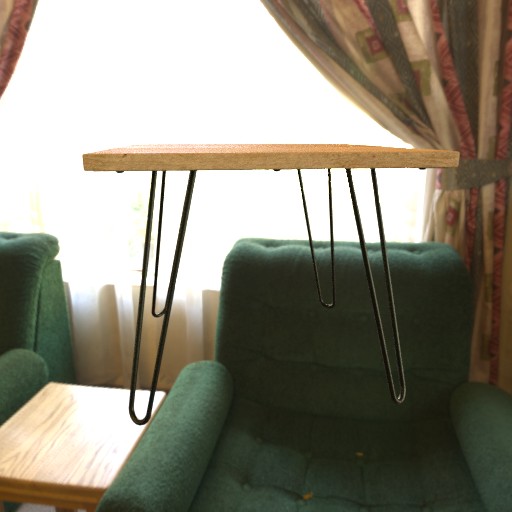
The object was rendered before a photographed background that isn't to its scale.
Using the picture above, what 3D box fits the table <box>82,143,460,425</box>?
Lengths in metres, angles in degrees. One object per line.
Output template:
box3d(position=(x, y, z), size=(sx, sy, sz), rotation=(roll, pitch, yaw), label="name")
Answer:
box3d(position=(0.000, 0.000, 1.044), size=(0.599, 0.500, 0.599), rotation=(-2, 16, -7), label="table")
